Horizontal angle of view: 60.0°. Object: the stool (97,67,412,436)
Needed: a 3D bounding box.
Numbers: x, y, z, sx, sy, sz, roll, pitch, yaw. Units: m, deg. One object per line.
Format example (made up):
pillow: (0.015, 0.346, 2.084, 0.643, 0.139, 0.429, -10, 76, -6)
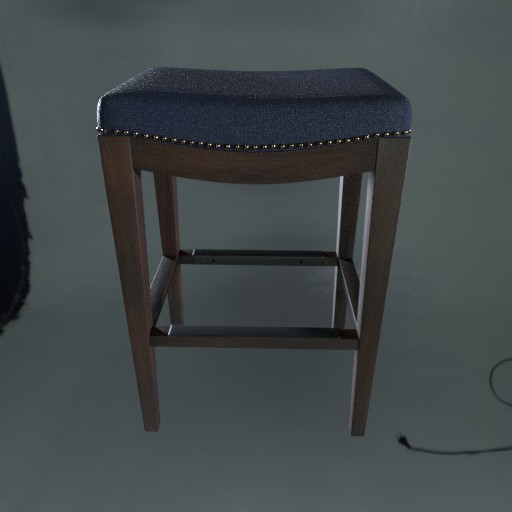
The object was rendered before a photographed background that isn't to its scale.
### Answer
stool: (0.000, 0.000, 0.977, 0.498, 0.740, 0.358, 1, 30, 1)
